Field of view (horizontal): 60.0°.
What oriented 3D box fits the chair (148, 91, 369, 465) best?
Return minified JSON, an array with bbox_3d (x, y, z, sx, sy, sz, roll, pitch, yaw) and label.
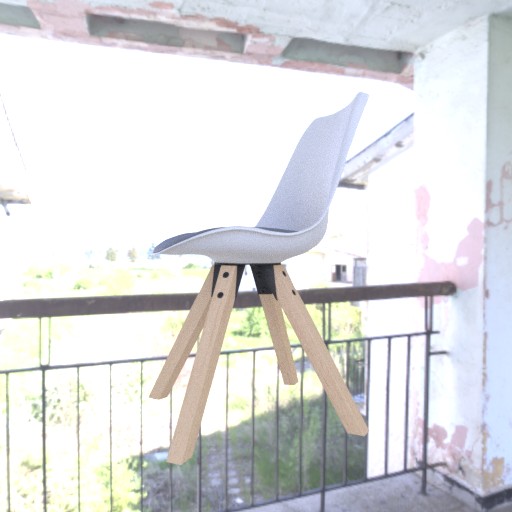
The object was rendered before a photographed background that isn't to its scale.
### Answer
[{"bbox_3d":[0.000,0.000,1.187,0.550,0.850,0.485,0,1,-19],"label":"chair"}]
